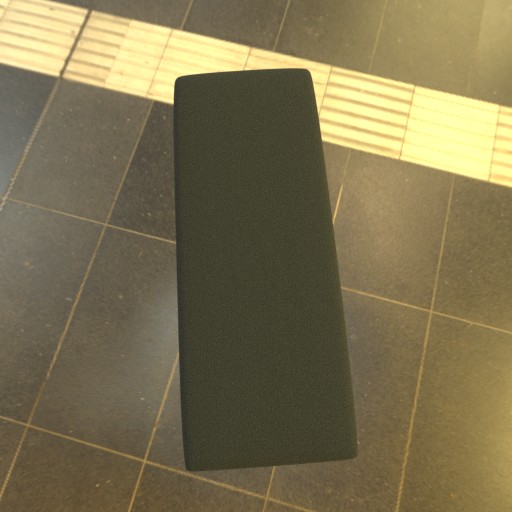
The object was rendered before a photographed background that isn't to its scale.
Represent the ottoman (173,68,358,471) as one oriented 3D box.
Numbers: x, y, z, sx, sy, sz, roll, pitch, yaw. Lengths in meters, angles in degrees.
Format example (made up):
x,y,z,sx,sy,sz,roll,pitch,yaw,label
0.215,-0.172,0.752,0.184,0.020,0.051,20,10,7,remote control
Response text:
x,y,z,sx,sy,sz,roll,pitch,yaw,label
0.000,0.000,1.903,0.646,0.393,1.609,-4,75,-1,ottoman
